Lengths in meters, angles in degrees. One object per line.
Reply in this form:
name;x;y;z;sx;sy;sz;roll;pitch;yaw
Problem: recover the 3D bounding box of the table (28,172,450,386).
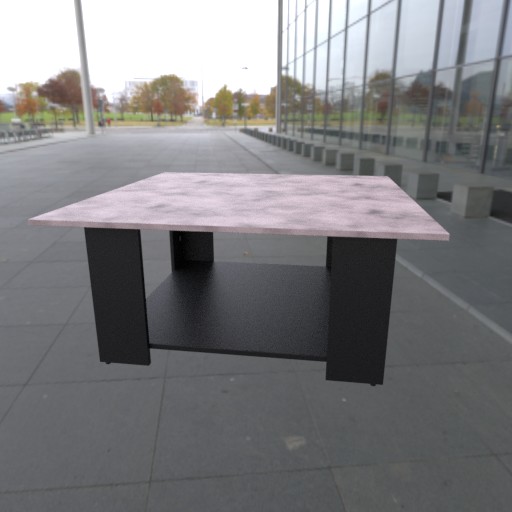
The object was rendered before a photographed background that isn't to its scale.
table;0.000;0.000;1.053;0.670;0.305;0.670;3;18;8
